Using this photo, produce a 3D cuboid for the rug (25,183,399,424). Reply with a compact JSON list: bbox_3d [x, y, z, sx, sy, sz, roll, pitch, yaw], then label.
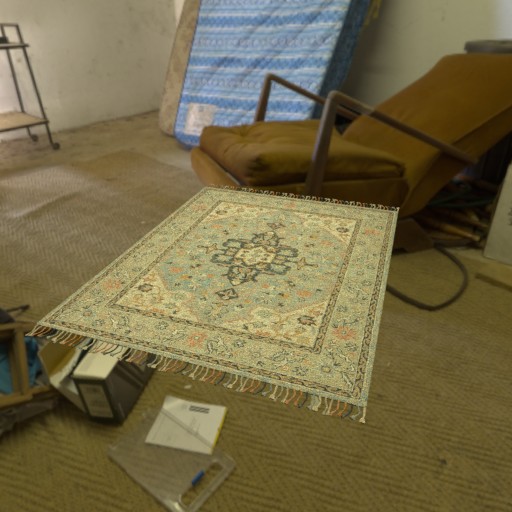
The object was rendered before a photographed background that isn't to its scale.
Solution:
[{"bbox_3d":[0.000,0.000,3.397,1.971,0.010,2.651,10,31,16],"label":"rug"}]
